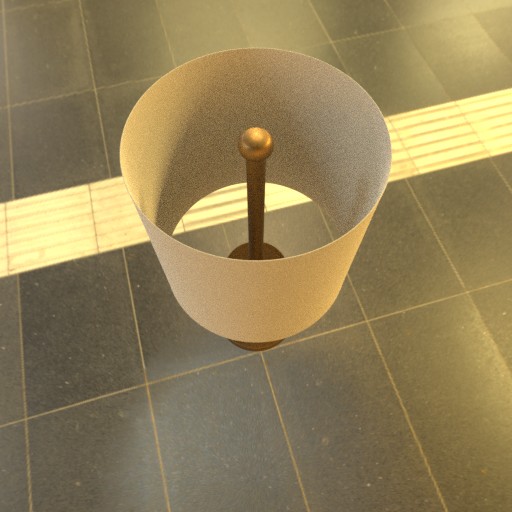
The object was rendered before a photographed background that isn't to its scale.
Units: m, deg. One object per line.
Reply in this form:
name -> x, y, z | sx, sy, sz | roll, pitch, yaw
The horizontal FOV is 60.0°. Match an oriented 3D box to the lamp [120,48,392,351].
lamp -> 0.000, 0.000, 0.523 | 0.210, 0.410, 0.210 | -33, 68, -15
